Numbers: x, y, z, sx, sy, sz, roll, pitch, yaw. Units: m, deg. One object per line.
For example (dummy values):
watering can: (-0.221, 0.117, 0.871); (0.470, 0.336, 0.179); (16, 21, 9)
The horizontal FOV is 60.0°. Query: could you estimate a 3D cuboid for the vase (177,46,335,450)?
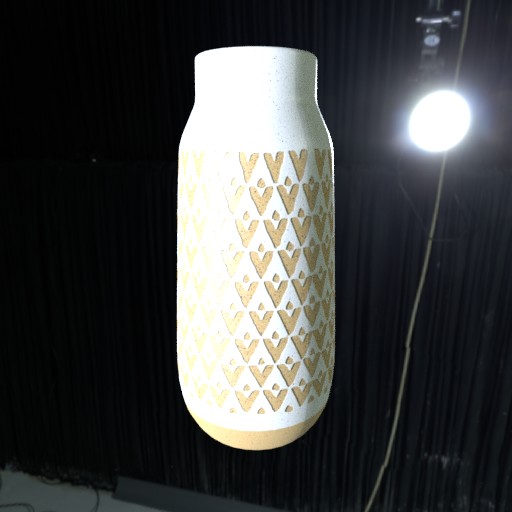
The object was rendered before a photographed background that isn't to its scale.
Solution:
vase: (0.000, 0.000, 0.371); (0.137, 0.307, 0.137); (0, 15, 0)
